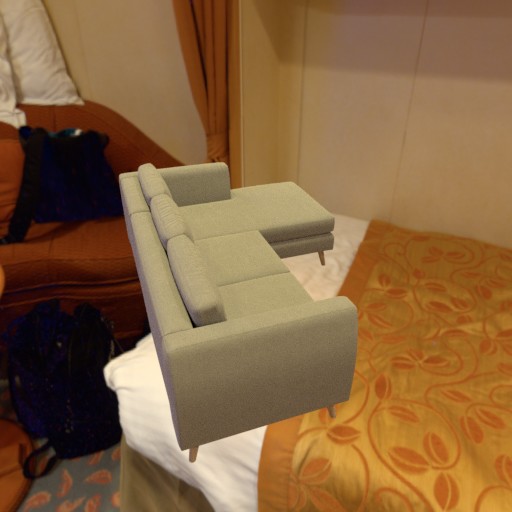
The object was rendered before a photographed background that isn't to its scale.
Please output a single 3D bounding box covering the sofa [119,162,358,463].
[{"bbox_3d":[0.000,0.000,3.056,1.580,0.860,2.300,-10,32,-17],"label":"sofa"}]
